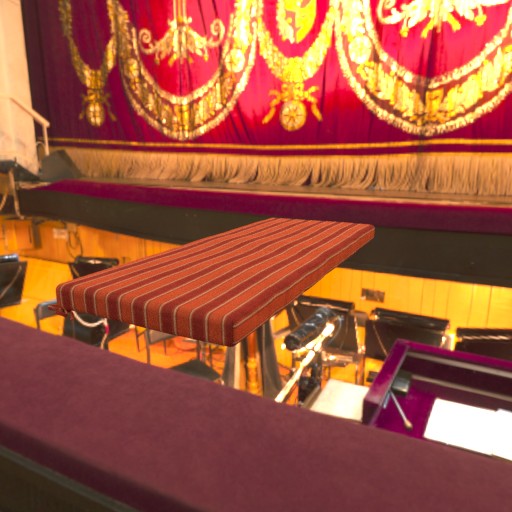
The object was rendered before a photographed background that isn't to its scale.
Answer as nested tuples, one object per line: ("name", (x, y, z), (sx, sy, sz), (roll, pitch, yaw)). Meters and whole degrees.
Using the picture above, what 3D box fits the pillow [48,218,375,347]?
("pillow", (0.000, 0.000, 1.375), (0.492, 0.081, 1.187), (7, 15, 26))
